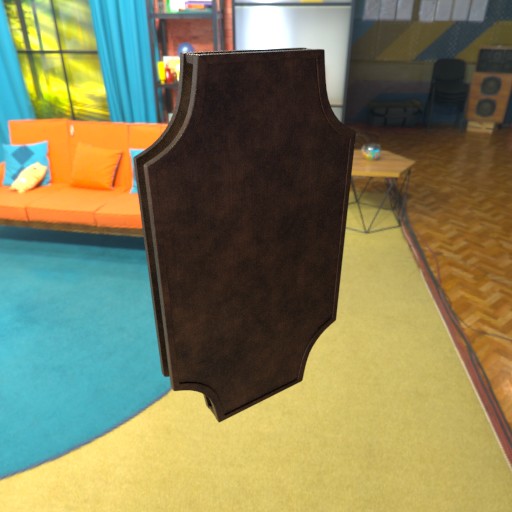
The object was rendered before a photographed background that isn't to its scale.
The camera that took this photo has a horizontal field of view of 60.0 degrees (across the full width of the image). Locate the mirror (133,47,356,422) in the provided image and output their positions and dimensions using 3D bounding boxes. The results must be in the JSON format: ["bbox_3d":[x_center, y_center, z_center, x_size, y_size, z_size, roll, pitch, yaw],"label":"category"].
[{"bbox_3d":[0.000,0.000,0.964,0.462,0.811,0.066,-17,33,-29],"label":"mirror"}]
